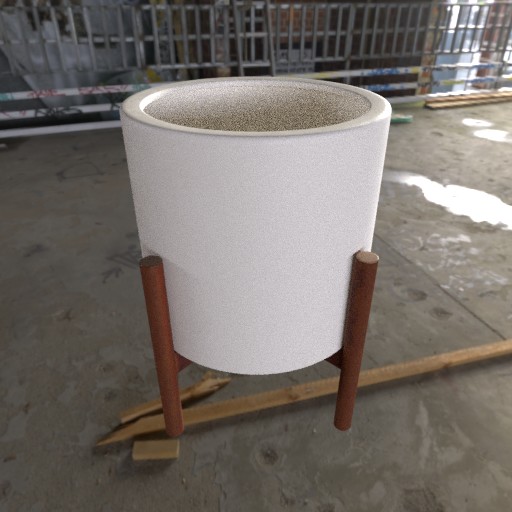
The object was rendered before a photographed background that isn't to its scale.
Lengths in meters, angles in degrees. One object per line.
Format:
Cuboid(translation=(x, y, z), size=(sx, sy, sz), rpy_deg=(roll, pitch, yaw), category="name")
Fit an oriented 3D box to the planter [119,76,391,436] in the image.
Cuboid(translation=(0.000, 0.000, 0.853), size=(0.421, 0.581, 0.420), rpy_deg=(0, 31, 0), category="planter")
